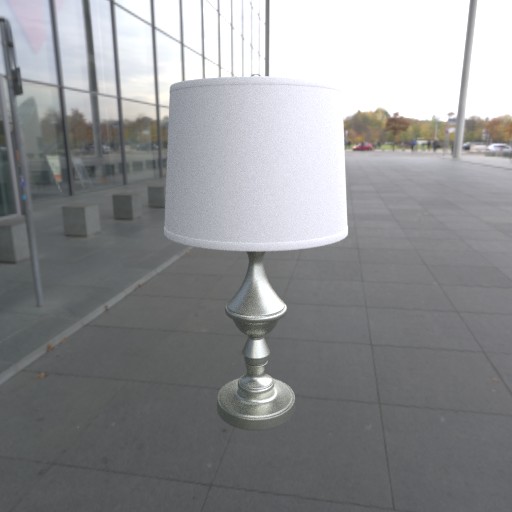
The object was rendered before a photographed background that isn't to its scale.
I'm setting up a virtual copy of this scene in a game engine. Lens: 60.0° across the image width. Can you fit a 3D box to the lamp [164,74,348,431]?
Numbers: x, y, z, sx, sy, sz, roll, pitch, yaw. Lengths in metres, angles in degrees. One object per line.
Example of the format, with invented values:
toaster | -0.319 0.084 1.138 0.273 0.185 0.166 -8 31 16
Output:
lamp | 0.000 0.000 0.955 0.383 0.733 0.383 0 14 0
